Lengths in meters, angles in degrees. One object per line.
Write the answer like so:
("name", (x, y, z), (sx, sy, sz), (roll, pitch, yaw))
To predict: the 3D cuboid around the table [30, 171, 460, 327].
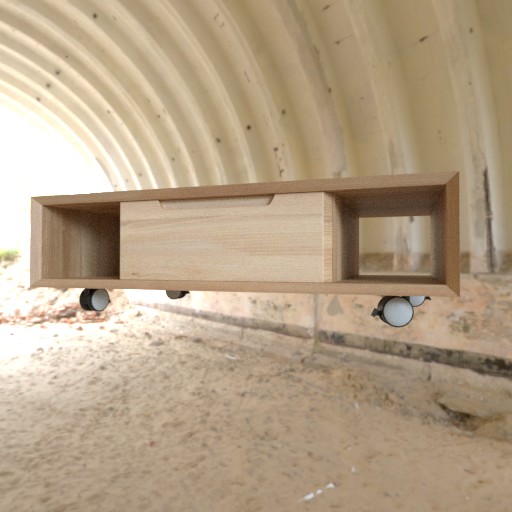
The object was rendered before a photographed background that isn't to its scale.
("table", (0.000, 0.000, 1.396), (1.100, 0.330, 0.700), (0, -1, 19))
